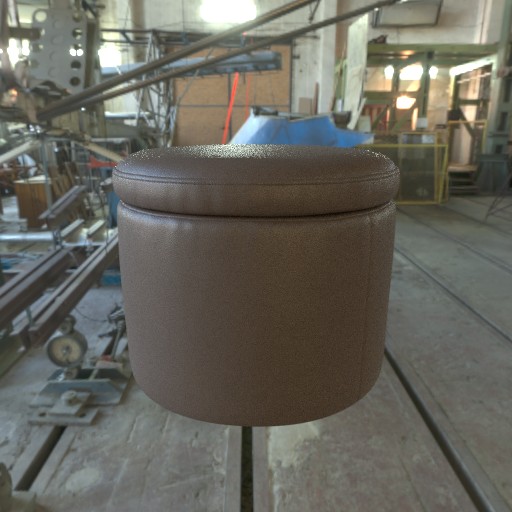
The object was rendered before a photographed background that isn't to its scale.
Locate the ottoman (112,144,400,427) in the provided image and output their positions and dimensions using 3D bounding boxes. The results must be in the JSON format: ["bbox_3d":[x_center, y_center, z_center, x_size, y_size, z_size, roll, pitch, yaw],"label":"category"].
[{"bbox_3d":[0.000,0.000,0.848,0.500,0.409,0.500,0,16,0],"label":"ottoman"}]
